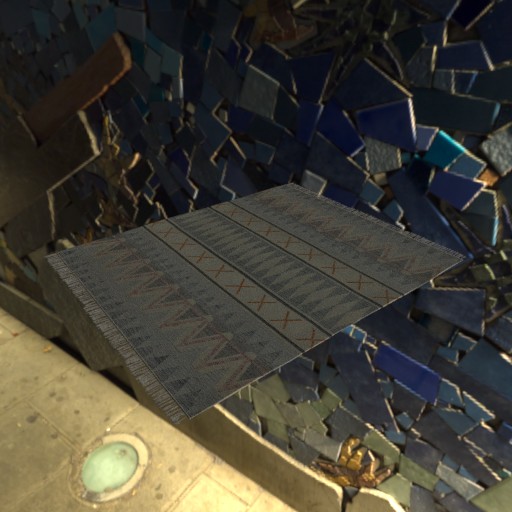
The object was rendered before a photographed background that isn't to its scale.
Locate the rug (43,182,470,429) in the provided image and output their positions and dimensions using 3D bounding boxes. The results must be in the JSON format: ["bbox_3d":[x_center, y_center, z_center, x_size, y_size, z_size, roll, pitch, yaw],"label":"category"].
[{"bbox_3d":[0.000,0.000,3.951,3.000,0.012,2.371,-21,36,-32],"label":"rug"}]
